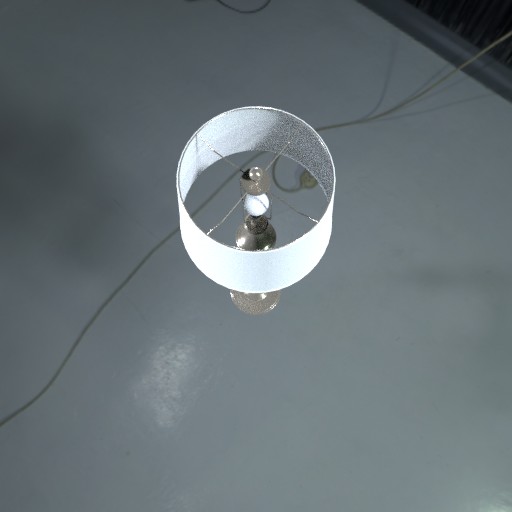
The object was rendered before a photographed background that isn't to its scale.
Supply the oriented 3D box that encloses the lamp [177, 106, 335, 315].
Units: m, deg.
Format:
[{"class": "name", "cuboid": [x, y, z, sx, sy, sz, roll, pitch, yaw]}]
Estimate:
[{"class": "lamp", "cuboid": [0.000, 0.000, 1.681, 0.431, 1.488, 0.431, 0, 76, 0]}]
